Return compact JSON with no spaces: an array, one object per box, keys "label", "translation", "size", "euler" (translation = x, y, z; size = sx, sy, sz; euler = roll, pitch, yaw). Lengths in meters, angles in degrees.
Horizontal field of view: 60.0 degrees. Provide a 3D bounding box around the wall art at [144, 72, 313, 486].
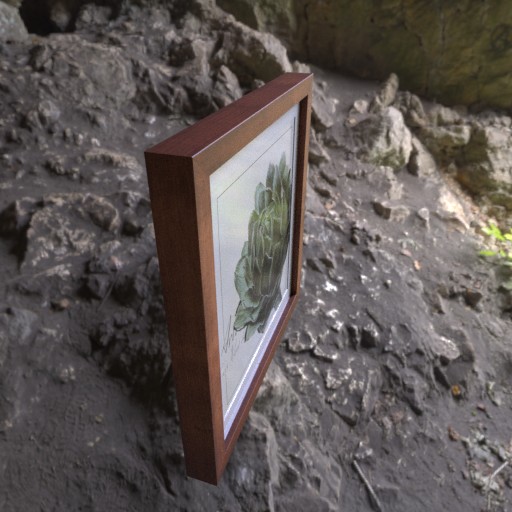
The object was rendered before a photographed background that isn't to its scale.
[{"label":"wall art","translation":[0.000,0.000,0.568],"size":[0.038,0.385,0.386],"euler":[10,32,16]}]
